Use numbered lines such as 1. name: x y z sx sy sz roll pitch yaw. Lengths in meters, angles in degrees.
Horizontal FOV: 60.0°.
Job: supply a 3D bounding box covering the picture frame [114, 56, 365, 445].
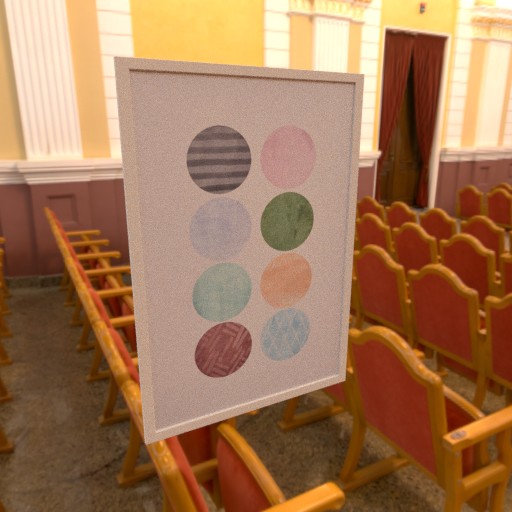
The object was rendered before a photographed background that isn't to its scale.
1. picture frame: 0.000 0.000 1.187 0.659 0.940 0.013 -8 18 -27
